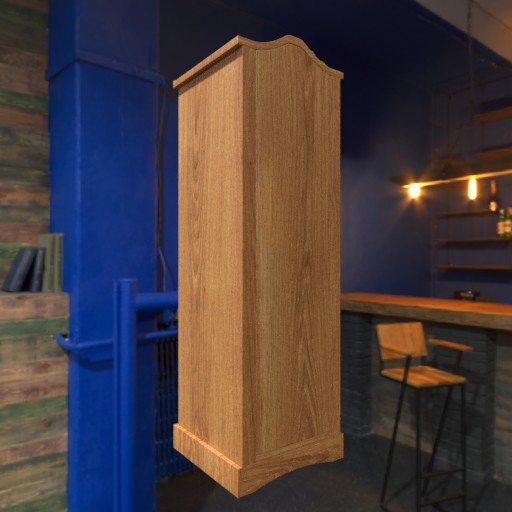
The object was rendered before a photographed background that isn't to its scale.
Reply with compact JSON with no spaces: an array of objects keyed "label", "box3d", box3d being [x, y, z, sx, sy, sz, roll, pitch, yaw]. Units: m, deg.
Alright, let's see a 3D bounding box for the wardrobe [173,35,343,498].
[{"label":"wardrobe","box3d":[0.000,0.000,2.113,0.590,1.870,0.570,0,0,-36]}]
